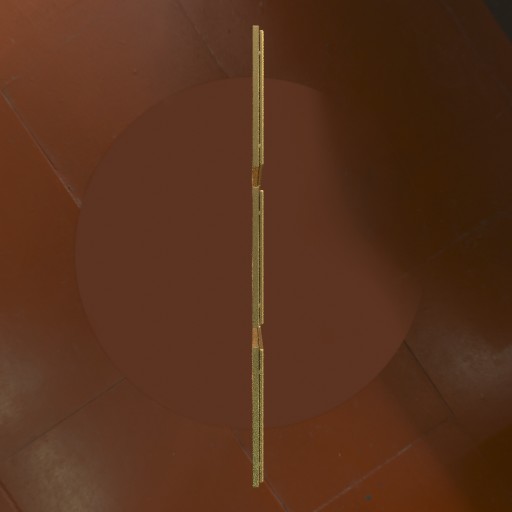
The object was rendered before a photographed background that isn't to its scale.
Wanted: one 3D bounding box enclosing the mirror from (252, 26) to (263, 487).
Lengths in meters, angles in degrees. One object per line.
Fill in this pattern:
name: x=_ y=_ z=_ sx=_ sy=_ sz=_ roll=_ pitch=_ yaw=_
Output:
mirror: x=0.000 y=0.000 z=1.434 sx=0.023 sy=0.926 sz=1.011 roll=0 pitch=90 yaw=-1
